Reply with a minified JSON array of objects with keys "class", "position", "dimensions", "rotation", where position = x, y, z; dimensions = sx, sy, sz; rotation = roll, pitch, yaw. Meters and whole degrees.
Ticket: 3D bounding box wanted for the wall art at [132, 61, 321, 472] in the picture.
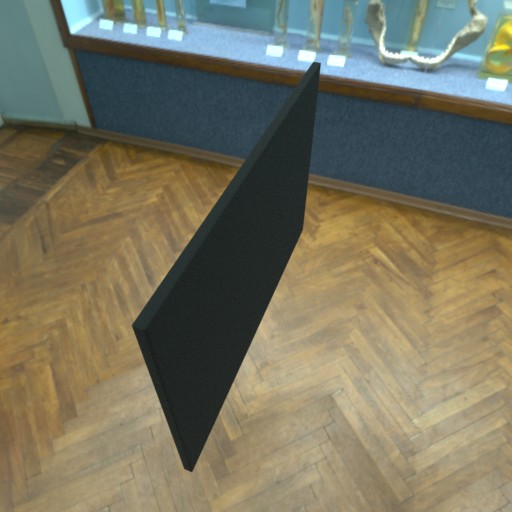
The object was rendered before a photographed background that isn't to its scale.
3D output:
[{"class":"wall art","position":[0.000,0.000,1.198],"dimensions":[0.026,0.656,0.958],"rotation":[16,49,14]}]
